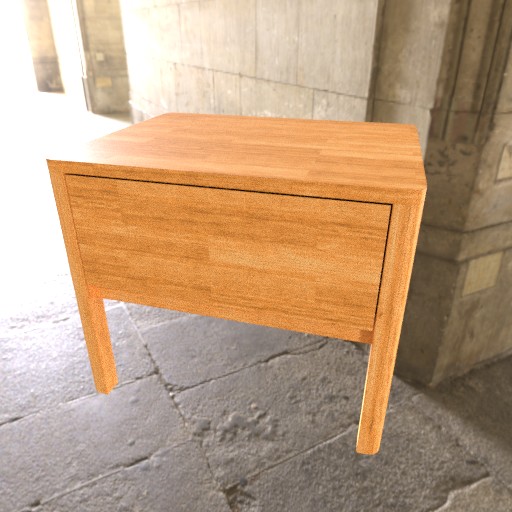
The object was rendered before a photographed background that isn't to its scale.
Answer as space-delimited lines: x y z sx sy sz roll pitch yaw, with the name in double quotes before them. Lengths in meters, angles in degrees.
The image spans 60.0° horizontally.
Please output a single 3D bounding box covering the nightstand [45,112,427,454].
"nightstand" 0.000 0.000 0.900 0.560 0.470 0.440 7 28 14
